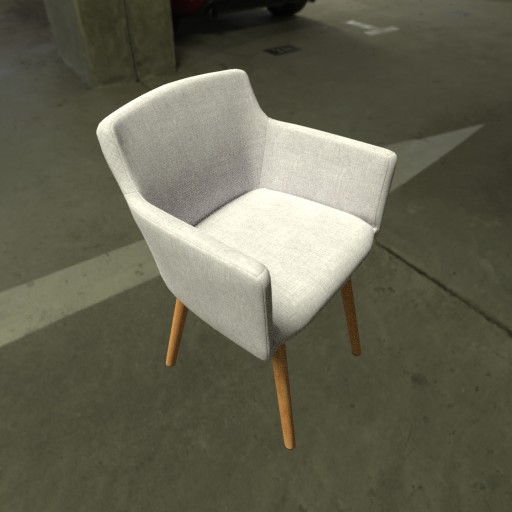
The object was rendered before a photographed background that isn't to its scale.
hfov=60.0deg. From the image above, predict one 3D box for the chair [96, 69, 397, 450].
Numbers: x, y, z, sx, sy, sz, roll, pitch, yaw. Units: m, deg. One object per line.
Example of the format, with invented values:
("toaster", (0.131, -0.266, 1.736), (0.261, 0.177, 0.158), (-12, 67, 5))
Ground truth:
("chair", (0.000, 0.000, 1.149), (0.540, 0.780, 0.570), (25, 46, 27))
